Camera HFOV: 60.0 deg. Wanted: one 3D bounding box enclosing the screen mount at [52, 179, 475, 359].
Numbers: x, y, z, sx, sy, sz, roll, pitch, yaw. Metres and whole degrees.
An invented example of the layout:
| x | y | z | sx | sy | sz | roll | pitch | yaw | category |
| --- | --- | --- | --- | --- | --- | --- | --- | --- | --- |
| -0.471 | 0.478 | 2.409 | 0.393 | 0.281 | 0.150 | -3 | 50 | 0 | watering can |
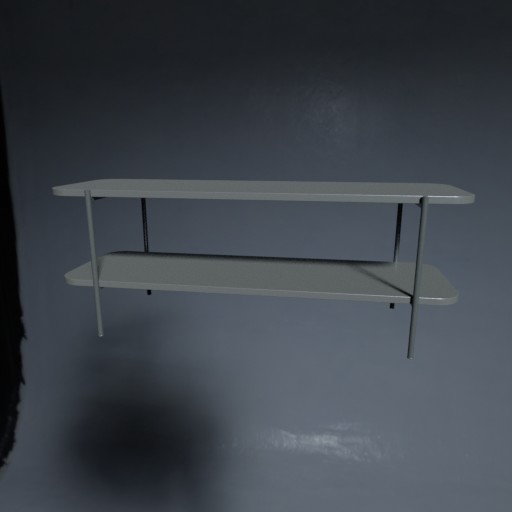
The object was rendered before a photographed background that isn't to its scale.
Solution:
| x | y | z | sx | sy | sz | roll | pitch | yaw | category |
| --- | --- | --- | --- | --- | --- | --- | --- | --- | --- |
| 0.000 | 0.000 | 1.427 | 1.200 | 0.447 | 0.400 | 2 | 15 | 9 | screen mount |
